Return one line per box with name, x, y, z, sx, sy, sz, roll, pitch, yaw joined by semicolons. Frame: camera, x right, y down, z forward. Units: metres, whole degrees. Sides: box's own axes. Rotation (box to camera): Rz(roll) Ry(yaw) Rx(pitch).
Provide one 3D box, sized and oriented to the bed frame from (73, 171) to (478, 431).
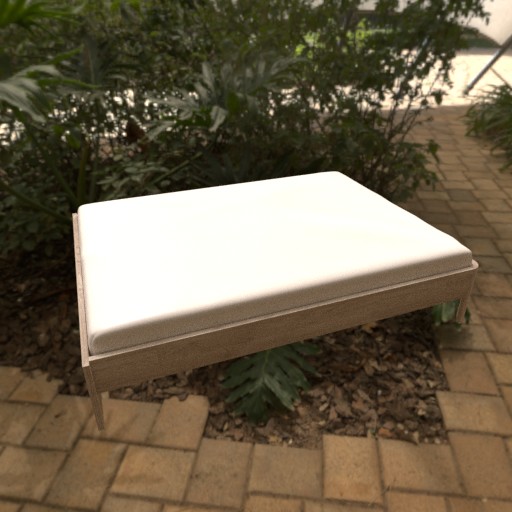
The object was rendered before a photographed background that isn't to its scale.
bed frame;0.000;0.000;2.606;1.950;0.462;1.490;-11;31;-18
